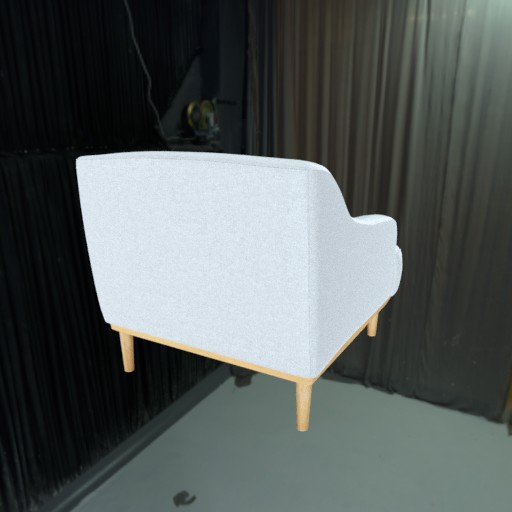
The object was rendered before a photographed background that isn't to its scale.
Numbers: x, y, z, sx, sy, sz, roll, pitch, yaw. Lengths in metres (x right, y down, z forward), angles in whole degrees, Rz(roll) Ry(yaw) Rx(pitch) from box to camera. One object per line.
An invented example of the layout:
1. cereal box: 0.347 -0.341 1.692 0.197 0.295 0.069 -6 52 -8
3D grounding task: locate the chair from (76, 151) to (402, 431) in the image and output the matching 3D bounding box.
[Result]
1. chair: 0.000 0.000 1.705 0.946 0.818 0.951 9 18 27
